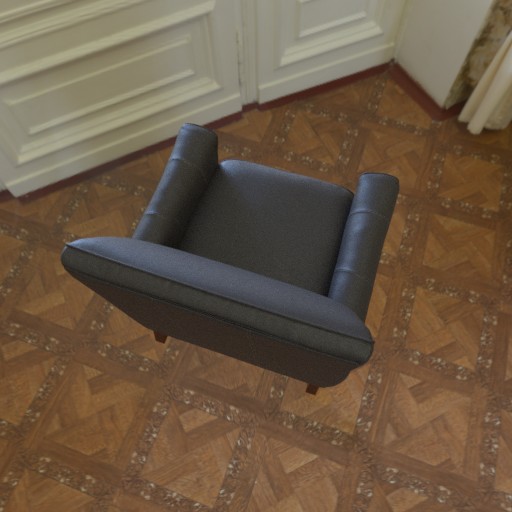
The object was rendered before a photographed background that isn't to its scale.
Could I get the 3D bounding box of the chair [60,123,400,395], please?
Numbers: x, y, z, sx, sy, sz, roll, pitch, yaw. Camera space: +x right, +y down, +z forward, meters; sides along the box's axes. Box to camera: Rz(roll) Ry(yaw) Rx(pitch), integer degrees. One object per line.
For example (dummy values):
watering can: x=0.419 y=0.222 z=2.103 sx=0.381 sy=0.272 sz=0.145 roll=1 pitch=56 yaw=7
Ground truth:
chair: x=0.000 y=0.000 z=1.647 sx=0.870 sy=0.943 sz=0.825 roll=17 pitch=64 yaw=8
